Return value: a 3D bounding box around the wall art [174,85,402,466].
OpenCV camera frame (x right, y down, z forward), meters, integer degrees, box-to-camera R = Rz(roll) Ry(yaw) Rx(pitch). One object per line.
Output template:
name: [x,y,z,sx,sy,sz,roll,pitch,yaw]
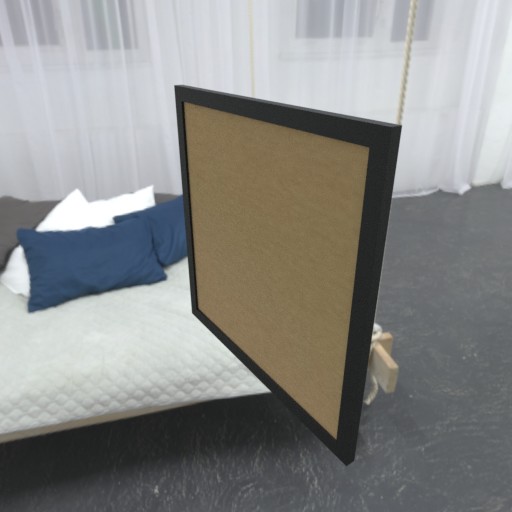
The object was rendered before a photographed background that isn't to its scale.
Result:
wall art: [0.000,0.000,0.532,0.012,0.357,0.358,-17,31,-31]
